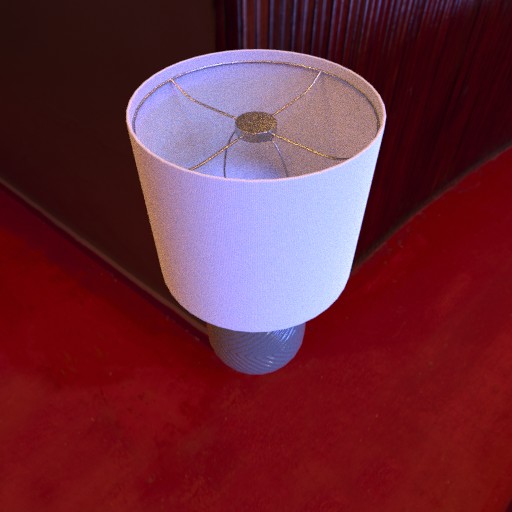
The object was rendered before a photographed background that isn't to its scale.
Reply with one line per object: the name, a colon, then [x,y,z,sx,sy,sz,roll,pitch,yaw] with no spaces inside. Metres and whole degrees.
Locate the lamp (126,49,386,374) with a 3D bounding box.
lamp: [0.000,0.000,0.493,0.207,0.366,0.207,30,54,25]
